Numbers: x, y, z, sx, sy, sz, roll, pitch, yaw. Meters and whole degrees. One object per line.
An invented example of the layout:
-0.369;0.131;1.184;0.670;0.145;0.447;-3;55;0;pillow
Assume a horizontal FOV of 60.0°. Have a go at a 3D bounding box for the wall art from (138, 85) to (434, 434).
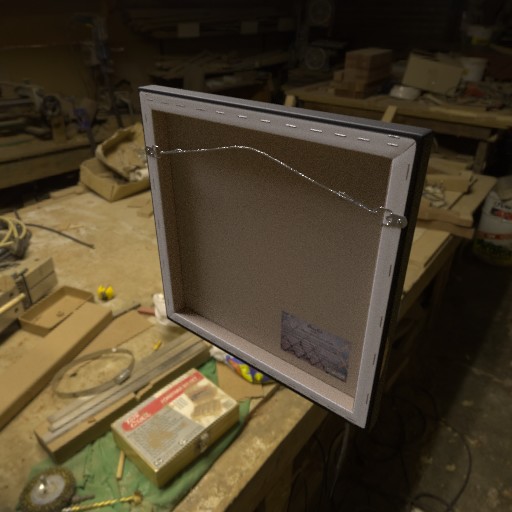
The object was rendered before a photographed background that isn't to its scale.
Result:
0.000;0.000;0.925;0.610;0.611;0.043;22;37;33;wall art
